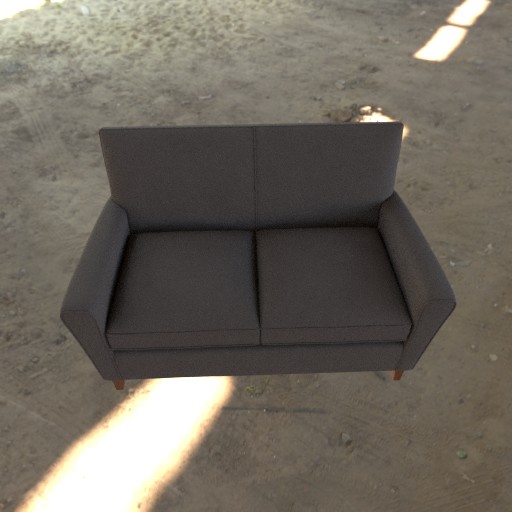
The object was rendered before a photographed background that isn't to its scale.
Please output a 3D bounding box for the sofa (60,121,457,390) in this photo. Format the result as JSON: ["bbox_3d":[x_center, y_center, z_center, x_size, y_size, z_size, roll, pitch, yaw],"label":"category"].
[{"bbox_3d":[0.000,0.000,1.983,1.420,0.846,0.871,-2,46,-2],"label":"sofa"}]
